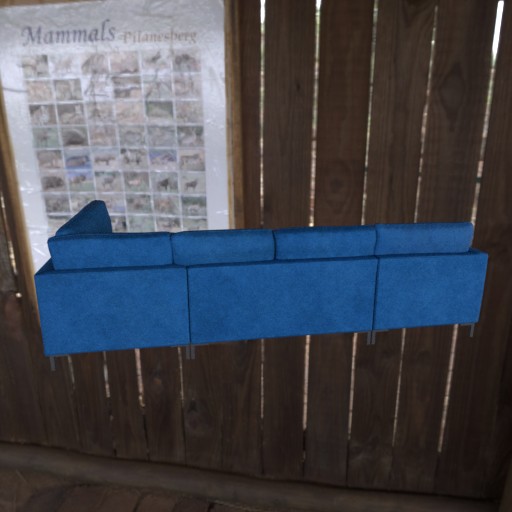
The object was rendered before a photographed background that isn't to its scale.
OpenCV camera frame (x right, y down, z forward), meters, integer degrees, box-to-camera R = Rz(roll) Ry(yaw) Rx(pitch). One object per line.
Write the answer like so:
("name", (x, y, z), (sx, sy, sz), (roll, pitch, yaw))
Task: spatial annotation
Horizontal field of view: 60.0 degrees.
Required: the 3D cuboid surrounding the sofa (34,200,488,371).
("sofa", (0.000, 0.000, 4.274), (3.434, 0.992, 2.055), (-3, 16, -9))
